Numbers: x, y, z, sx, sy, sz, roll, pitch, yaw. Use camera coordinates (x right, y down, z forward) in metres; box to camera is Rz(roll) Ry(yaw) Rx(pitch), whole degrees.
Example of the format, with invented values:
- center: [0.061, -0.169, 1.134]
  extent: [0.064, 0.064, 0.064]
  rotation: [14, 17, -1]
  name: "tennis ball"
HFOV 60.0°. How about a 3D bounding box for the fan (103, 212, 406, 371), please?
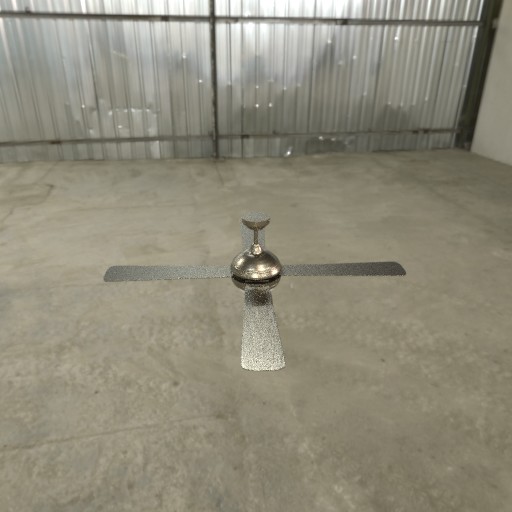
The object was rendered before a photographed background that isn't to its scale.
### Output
- center: [0.000, 0.000, 2.022]
  extent: [1.321, 0.381, 1.321]
  rotation: [8, 27, 17]
  name: "fan"
